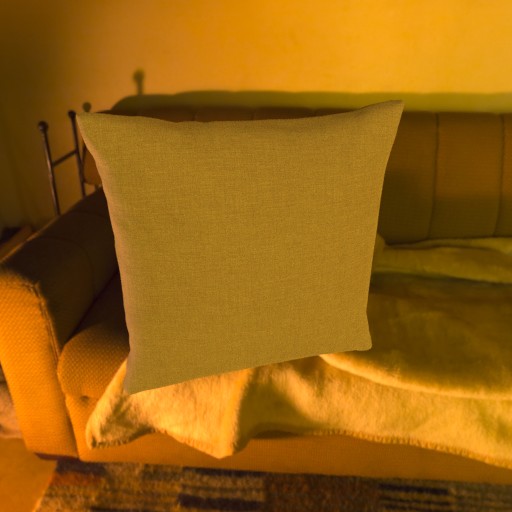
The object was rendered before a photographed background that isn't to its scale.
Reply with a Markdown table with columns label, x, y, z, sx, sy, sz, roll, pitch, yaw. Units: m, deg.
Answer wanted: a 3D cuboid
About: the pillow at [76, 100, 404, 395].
| label | x | y | z | sx | sy | sz | roll | pitch | yaw |
| --- | --- | --- | --- | --- | --- | --- | --- | --- | --- |
| pillow | 0.000 | 0.000 | 0.782 | 0.517 | 0.508 | 0.158 | -7 | 26 | -15 |
